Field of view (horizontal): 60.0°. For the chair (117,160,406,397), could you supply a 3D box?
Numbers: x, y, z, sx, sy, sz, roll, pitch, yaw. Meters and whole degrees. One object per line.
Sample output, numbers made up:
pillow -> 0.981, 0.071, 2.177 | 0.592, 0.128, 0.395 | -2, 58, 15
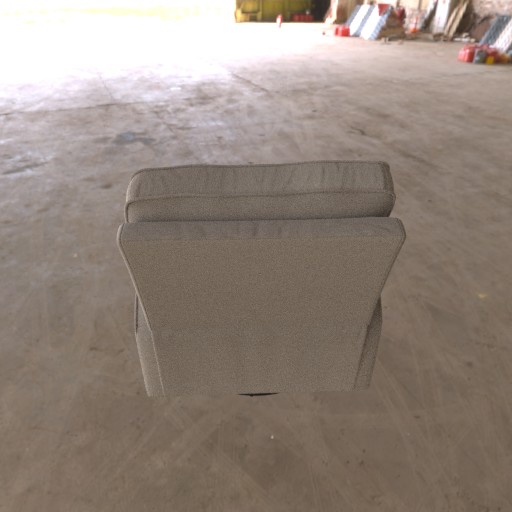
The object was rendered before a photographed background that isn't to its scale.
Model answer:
chair -> 0.000, 0.000, 1.715 | 0.861, 0.964, 0.969 | -1, 32, -2
